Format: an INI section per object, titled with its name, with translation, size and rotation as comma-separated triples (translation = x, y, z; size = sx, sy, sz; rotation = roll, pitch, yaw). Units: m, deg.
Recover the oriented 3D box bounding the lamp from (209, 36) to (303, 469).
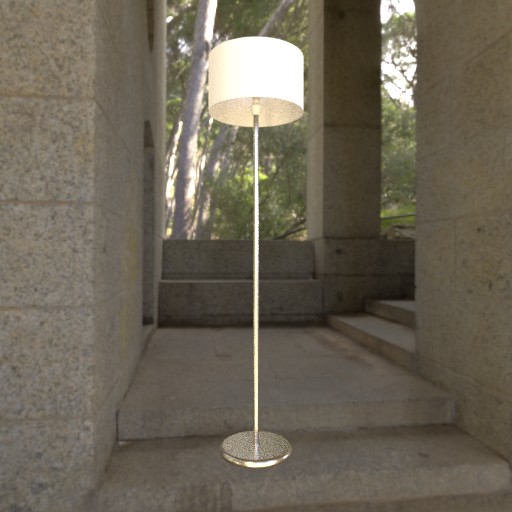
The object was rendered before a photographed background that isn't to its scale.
[lamp]
translation = 0.000, 0.000, 1.632
size = 0.347, 1.443, 0.347
rotation = 0, 0, -37
